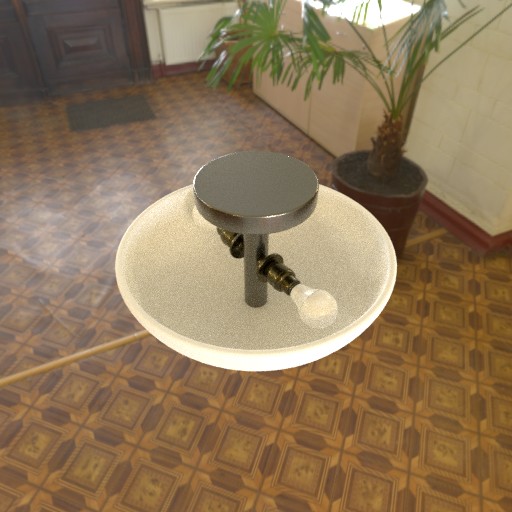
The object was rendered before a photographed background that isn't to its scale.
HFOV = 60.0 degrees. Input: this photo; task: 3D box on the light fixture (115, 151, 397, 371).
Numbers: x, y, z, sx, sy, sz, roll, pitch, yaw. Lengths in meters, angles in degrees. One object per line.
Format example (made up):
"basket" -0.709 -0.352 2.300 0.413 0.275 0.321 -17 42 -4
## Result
"light fixture" 0.000 0.000 0.544 0.330 0.214 0.330 0 41 0
